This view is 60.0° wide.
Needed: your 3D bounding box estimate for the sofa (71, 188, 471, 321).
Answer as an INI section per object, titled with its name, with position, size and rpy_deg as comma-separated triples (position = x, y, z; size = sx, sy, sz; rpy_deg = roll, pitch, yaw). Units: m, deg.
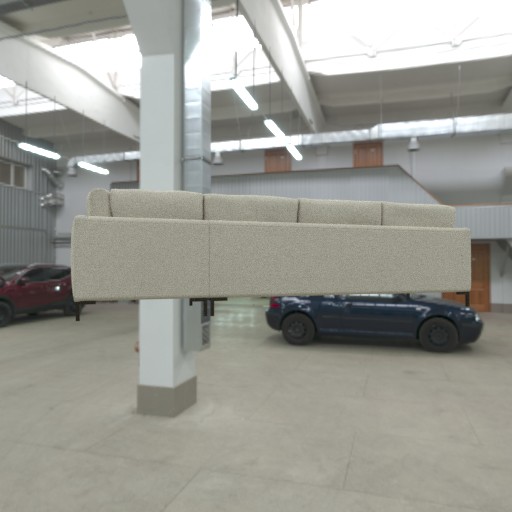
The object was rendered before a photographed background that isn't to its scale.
[sofa]
position = 0.000, 0.000, 3.958
size = 2.949, 0.815, 2.007
rpy_deg = 0, -1, -18
